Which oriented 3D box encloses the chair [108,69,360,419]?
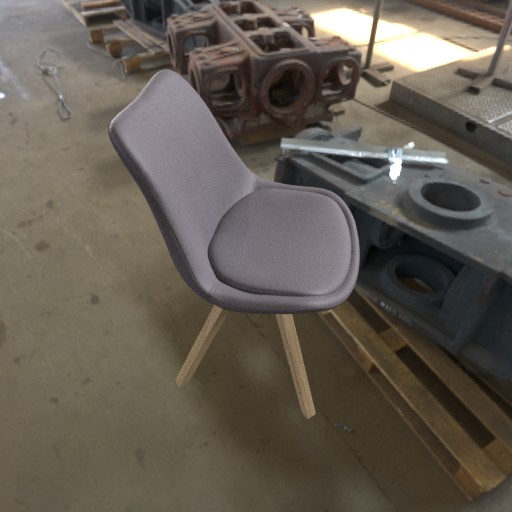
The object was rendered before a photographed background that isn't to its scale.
[{"bbox_3d":[0.000,0.000,1.209,0.547,0.865,0.483,9,46,9],"label":"chair"}]
